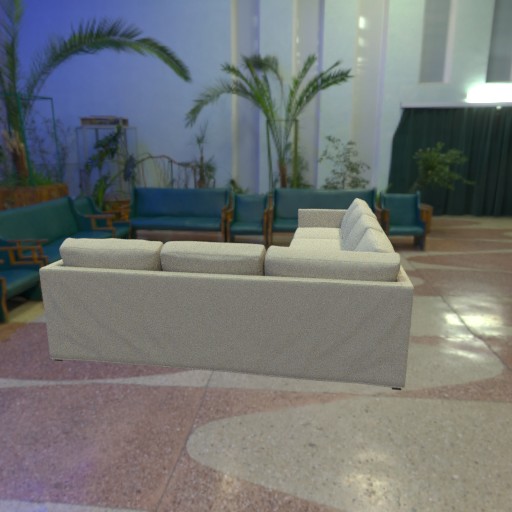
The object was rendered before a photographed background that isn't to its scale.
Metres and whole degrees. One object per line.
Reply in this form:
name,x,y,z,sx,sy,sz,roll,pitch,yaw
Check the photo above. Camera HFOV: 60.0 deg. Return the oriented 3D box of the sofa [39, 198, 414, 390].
sofa,0.000,0.000,4.337,2.432,0.871,3.182,2,14,9
